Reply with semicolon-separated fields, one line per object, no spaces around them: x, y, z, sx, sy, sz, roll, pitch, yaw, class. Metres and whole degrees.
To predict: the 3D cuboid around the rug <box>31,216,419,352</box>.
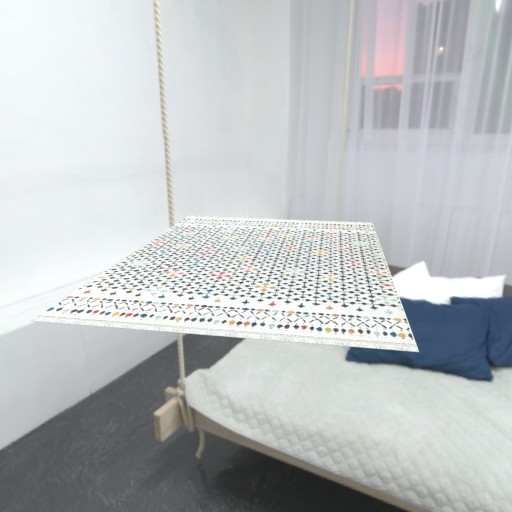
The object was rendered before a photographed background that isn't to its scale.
0.000;0.000;4.122;2.354;0.007;3.196;3;17;9;rug
